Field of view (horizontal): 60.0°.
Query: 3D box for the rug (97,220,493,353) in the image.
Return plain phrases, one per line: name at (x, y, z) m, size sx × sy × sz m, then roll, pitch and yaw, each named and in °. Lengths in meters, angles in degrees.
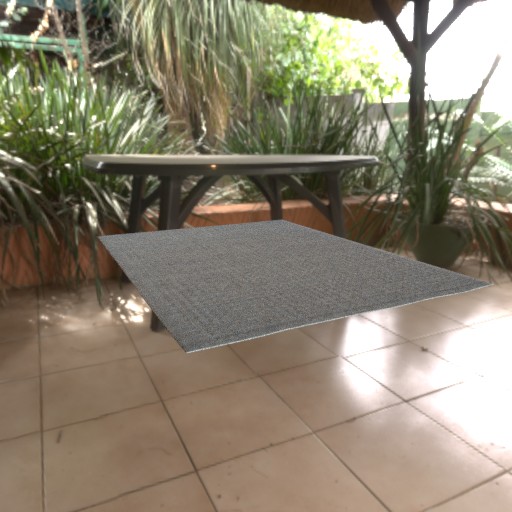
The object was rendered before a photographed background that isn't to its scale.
rug at (0.000, 0.000, 4.187) m, size 2.443 × 0.007 × 3.200 m, roll -7°, pitch 16°, yaw -26°
